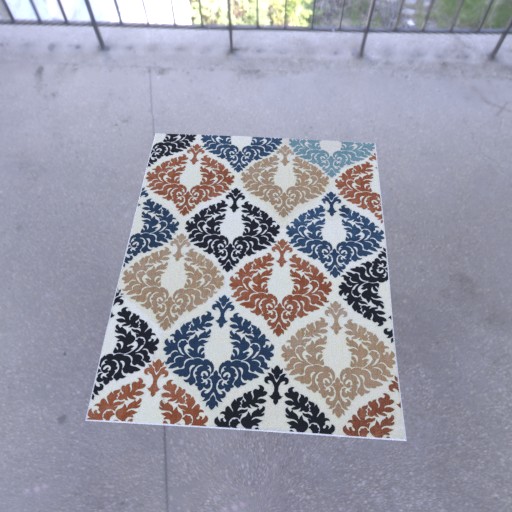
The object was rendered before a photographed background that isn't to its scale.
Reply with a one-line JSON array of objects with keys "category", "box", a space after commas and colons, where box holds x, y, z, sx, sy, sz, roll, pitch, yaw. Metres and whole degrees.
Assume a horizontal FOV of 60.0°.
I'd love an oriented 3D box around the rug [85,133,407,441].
[{"category": "rug", "box": [0.000, 0.000, 4.086, 2.423, 0.014, 3.040, 3, 59, 2]}]
